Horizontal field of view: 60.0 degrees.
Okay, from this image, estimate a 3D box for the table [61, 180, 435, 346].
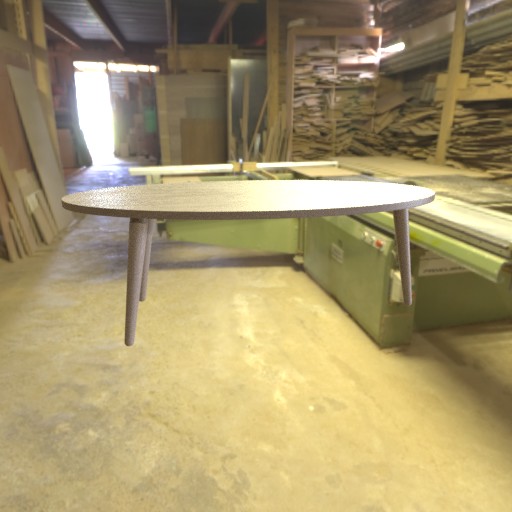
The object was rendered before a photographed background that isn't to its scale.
[{"bbox_3d":[0.000,0.000,1.361,1.083,0.390,0.542,-2,17,-7],"label":"table"}]
